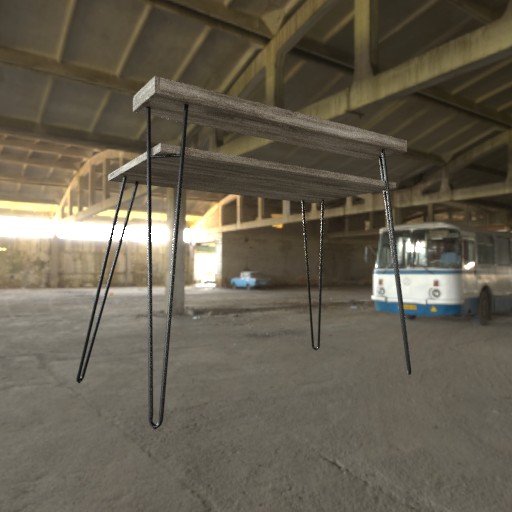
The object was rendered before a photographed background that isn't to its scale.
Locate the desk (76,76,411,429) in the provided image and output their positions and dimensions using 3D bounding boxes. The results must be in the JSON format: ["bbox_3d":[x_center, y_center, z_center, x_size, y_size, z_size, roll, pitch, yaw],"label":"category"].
[{"bbox_3d":[0.000,0.000,1.648,1.135,0.899,0.605,1,-2,-34],"label":"desk"}]
